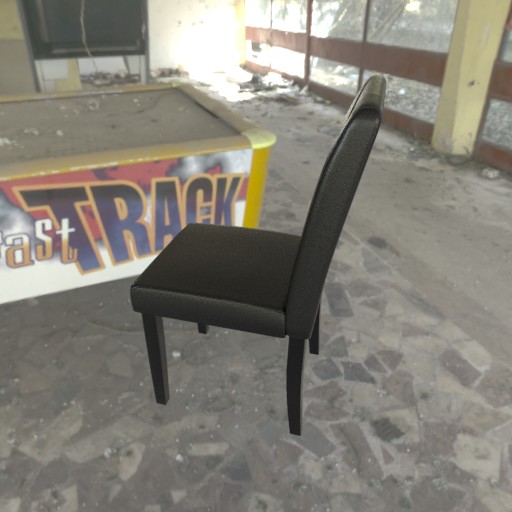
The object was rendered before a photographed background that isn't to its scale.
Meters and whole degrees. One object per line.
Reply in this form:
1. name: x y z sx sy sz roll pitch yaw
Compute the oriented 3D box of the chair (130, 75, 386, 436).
1. chair: 0.000 0.000 1.196 0.556 0.897 0.399 8 31 13
